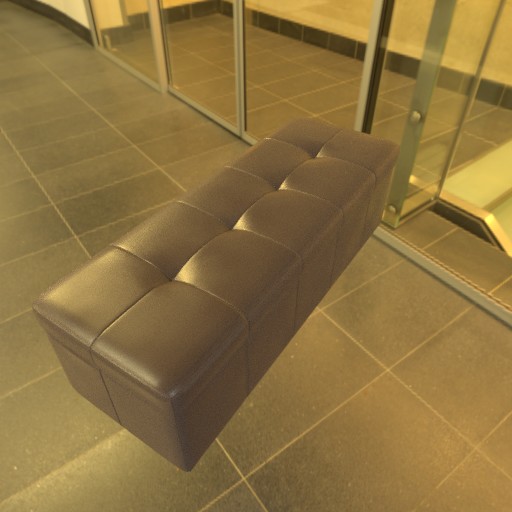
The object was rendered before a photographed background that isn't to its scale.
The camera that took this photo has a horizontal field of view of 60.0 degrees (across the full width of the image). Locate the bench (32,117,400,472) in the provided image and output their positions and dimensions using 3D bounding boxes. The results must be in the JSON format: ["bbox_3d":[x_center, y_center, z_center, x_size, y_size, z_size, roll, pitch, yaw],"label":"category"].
[{"bbox_3d":[0.000,0.000,1.407,0.450,0.417,1.219,24,47,25],"label":"bench"}]
